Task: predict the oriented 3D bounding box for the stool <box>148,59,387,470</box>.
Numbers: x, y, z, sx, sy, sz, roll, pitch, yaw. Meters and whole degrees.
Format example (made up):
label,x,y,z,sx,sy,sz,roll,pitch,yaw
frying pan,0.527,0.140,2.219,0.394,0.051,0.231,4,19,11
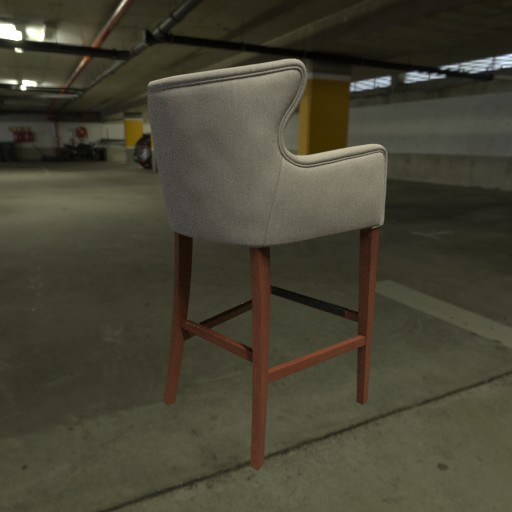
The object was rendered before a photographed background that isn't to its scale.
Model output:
label,x,y,z,sx,sy,sz,roll,pitch,yaw
stool,0.000,0.000,1.389,0.575,1.047,0.575,-14,20,-43
